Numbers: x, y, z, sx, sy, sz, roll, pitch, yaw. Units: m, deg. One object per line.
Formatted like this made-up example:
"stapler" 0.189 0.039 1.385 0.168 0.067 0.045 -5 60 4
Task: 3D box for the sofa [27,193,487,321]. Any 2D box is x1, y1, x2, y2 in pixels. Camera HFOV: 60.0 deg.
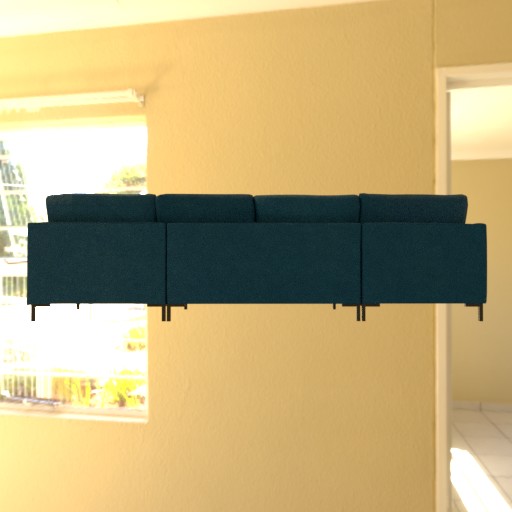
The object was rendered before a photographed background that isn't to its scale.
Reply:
"sofa" 0.000 0.000 4.281 3.434 0.992 2.055 0 -1 0
